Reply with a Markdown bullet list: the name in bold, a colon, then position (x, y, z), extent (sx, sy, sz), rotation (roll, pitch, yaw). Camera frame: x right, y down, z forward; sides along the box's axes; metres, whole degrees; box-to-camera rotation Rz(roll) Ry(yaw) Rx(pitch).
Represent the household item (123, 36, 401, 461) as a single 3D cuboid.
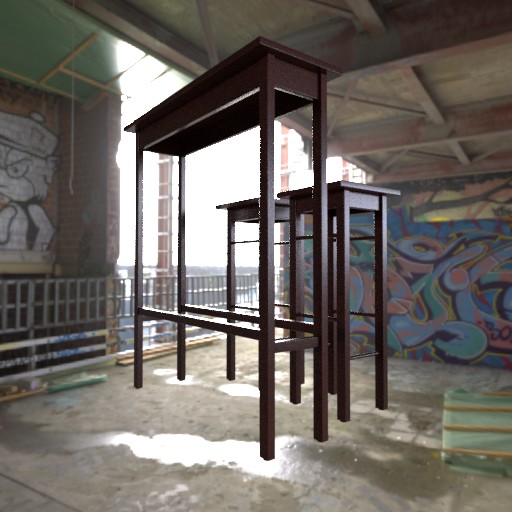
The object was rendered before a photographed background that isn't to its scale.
- **household item**: position (0.000, 0.000, 1.653), extent (0.676, 1.067, 0.914), rotation (1, -2, -37)
